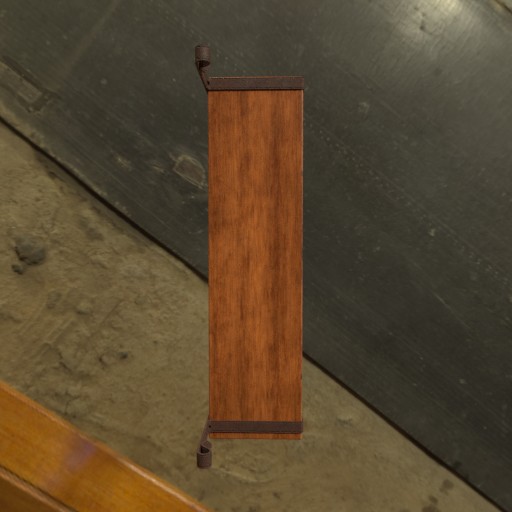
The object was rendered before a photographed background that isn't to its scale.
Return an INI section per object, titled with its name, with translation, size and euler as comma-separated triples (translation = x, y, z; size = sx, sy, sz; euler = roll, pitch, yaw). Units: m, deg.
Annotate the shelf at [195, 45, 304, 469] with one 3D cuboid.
[shelf]
translation = 0.000, 0.000, 0.718
size = 0.146, 0.330, 0.567
euler = 0, 92, 2
